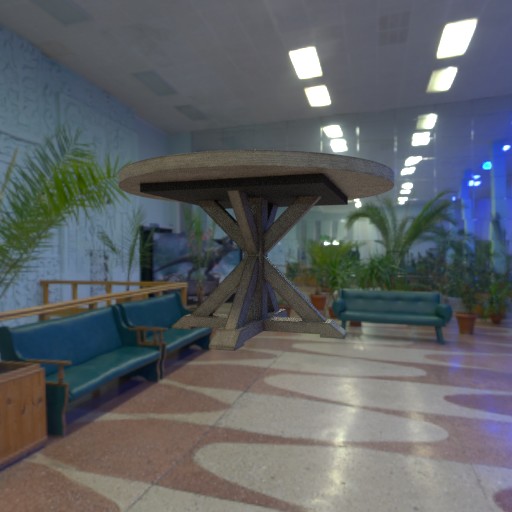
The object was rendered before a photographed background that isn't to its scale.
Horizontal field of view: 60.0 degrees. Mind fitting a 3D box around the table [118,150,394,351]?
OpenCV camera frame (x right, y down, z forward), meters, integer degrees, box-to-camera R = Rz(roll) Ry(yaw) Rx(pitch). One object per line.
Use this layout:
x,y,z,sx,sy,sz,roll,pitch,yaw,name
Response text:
0.000,0.000,2.293,1.363,0.781,1.363,0,0,0,table
